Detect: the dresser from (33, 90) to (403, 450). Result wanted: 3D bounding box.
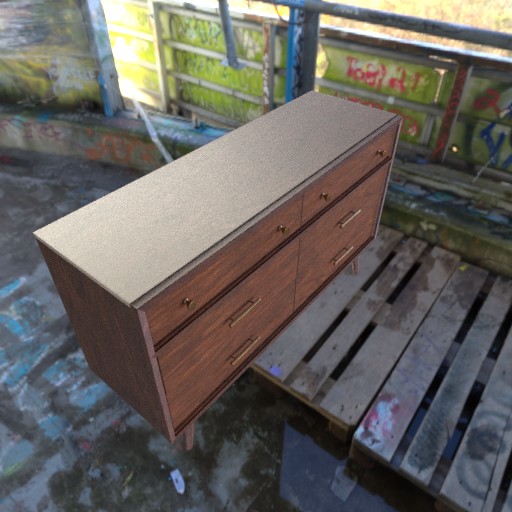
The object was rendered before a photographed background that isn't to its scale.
[{"bbox_3d":[0.000,0.000,1.914,0.500,0.889,1.472,28,48,29],"label":"dresser"}]
